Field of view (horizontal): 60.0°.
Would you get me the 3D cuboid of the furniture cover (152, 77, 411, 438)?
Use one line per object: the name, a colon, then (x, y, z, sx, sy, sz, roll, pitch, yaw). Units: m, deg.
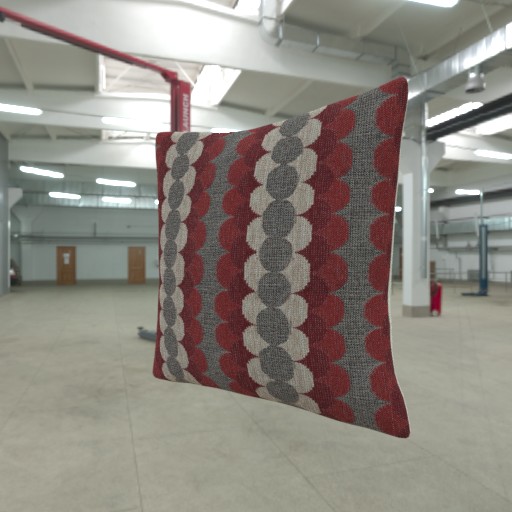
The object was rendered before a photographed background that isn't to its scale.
furniture cover: (0.000, 0.000, 0.633, 0.435, 0.420, 0.145, 0, 0, 36)
